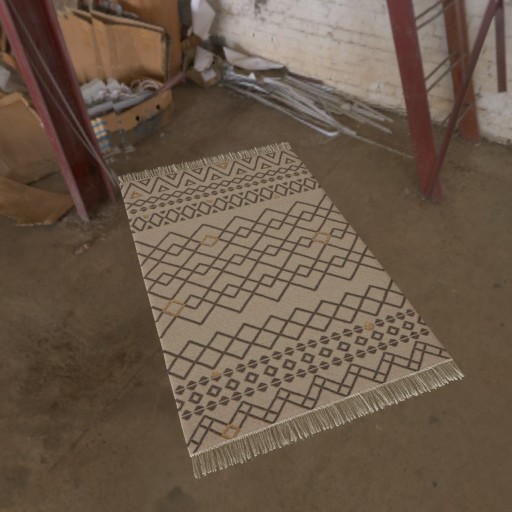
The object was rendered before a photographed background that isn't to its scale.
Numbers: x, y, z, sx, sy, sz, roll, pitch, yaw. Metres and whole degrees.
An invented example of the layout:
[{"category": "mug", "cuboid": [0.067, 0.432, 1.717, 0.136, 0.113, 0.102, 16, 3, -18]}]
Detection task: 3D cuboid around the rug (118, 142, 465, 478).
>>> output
[{"category": "rug", "cuboid": [0.000, 0.000, 2.447, 1.224, 0.028, 2.023, -15, 48, -14]}]
